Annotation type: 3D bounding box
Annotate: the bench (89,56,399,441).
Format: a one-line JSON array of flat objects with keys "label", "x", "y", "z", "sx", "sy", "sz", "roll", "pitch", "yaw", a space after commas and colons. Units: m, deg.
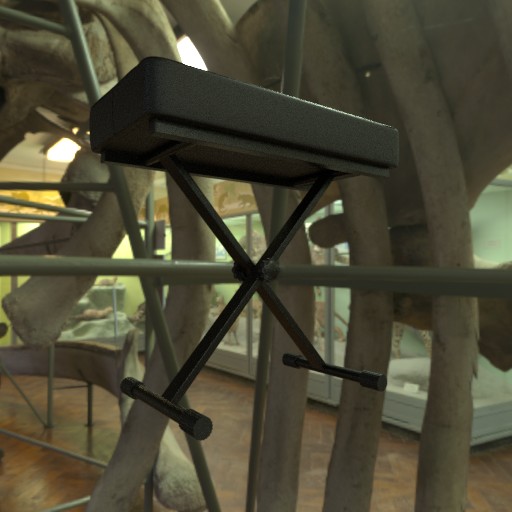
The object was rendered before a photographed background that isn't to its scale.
[{"label": "bench", "x": 0.000, "y": 0.000, "z": 0.915, "sx": 0.600, "sy": 0.561, "sz": 0.300, "roll": 1, "pitch": -2, "yaw": -37}]
